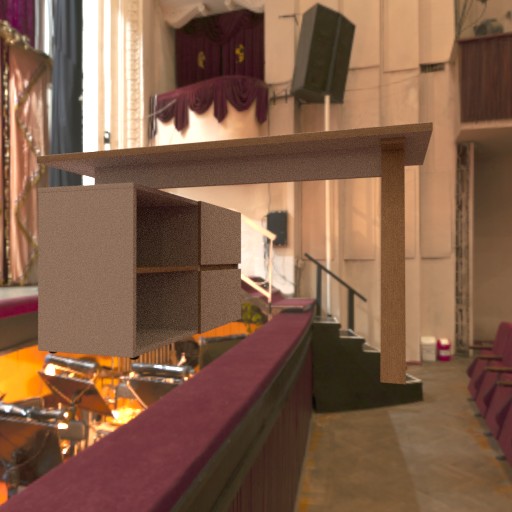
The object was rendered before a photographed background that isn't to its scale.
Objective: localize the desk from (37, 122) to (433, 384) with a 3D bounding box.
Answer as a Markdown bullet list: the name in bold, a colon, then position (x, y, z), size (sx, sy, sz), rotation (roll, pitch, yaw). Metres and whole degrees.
- **desk**: position (0.000, 0.000, 1.995), size (1.404, 0.755, 1.098), rotation (0, 0, 18)
